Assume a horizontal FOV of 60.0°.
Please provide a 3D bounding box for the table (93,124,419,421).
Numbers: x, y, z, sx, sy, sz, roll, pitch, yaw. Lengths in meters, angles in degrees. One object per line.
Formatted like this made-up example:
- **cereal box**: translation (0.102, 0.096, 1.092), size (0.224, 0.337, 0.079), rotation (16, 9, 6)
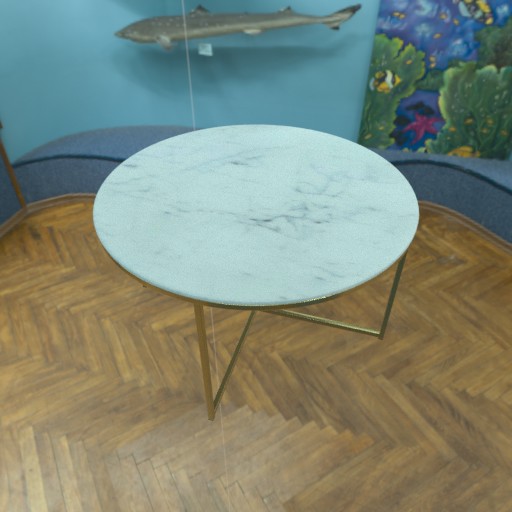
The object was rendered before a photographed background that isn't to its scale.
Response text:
- **table**: translation (0.000, 0.000, 1.270), size (0.800, 0.450, 0.800), rotation (0, 40, 0)
